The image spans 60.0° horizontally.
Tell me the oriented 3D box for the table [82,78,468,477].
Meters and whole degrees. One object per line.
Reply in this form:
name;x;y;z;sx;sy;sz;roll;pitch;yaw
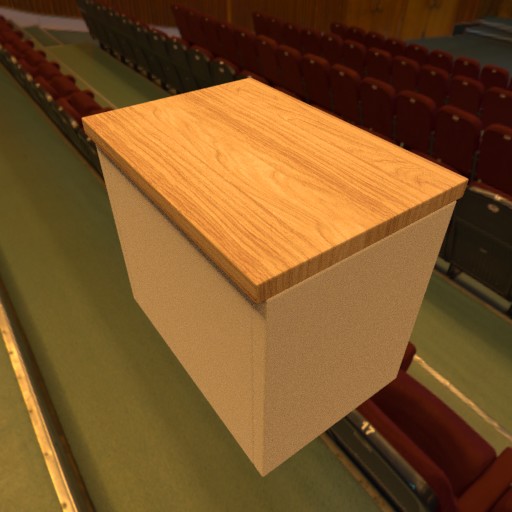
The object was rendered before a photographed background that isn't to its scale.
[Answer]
table;0.000;0.000;0.806;0.360;0.440;0.500;-25;46;-27
